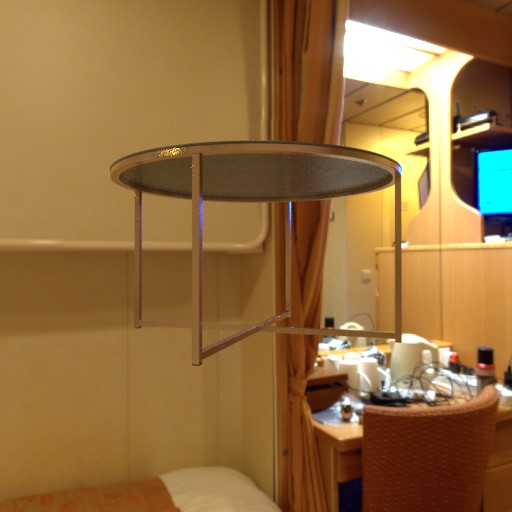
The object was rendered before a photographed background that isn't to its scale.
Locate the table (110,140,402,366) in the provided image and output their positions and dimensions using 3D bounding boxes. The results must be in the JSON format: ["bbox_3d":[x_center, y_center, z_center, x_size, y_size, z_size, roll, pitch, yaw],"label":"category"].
[{"bbox_3d":[0.000,0.000,1.274,0.800,0.450,0.800,0,-1,0],"label":"table"}]
